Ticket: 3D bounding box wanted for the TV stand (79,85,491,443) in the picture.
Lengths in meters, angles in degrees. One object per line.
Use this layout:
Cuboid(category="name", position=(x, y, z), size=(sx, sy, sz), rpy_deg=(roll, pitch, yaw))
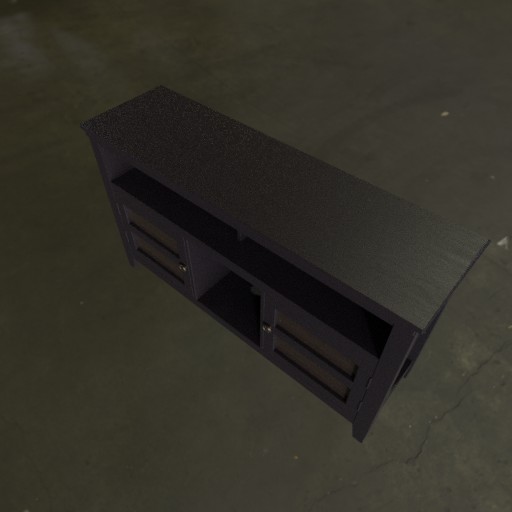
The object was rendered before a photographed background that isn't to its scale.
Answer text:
Cuboid(category="TV stand", position=(0.000, 0.000, 1.493), size=(1.198, 0.681, 0.347), rpy_deg=(32, 55, 26))
